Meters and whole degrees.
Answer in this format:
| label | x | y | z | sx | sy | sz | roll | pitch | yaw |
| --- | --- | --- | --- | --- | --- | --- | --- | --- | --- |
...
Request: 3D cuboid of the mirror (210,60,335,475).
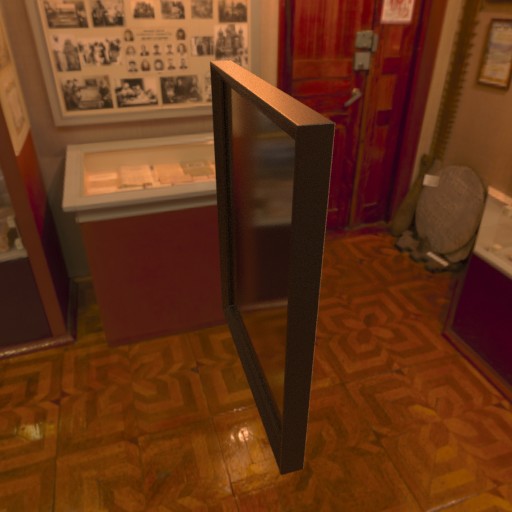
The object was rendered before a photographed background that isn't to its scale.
| label | x | y | z | sx | sy | sz | roll | pitch | yaw |
| --- | --- | --- | --- | --- | --- | --- | --- | --- | --- |
| mirror | 0.000 | 0.000 | 0.689 | 0.041 | 0.509 | 0.406 | -8 | 32 | -14 |
